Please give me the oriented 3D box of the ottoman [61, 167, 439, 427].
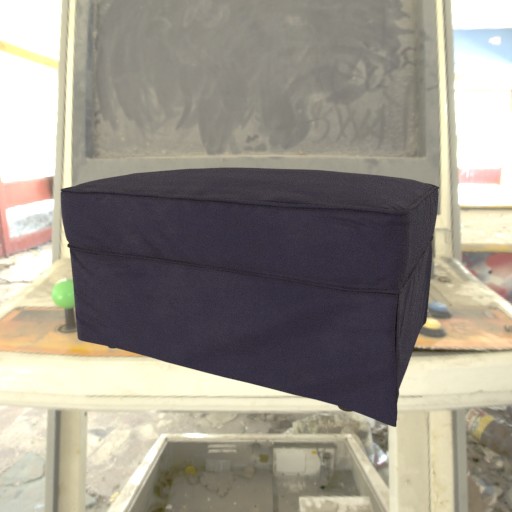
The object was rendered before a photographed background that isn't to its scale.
[{"bbox_3d":[0.000,0.000,1.297,0.938,0.503,0.637,7,16,26],"label":"ottoman"}]
